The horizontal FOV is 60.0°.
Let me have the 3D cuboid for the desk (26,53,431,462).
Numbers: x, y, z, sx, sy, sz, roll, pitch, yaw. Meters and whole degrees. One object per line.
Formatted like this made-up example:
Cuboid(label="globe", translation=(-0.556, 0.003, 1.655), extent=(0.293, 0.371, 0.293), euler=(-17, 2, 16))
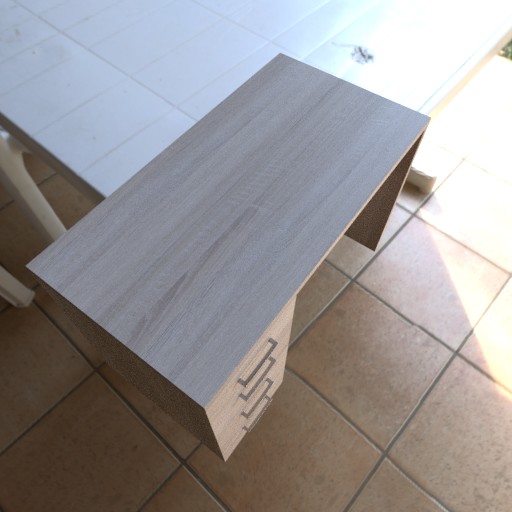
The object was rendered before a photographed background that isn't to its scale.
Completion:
Cuboid(label="desk", translation=(0.000, 0.000, 1.541), extent=(0.600, 0.731, 1.100), euler=(32, 63, 19))
